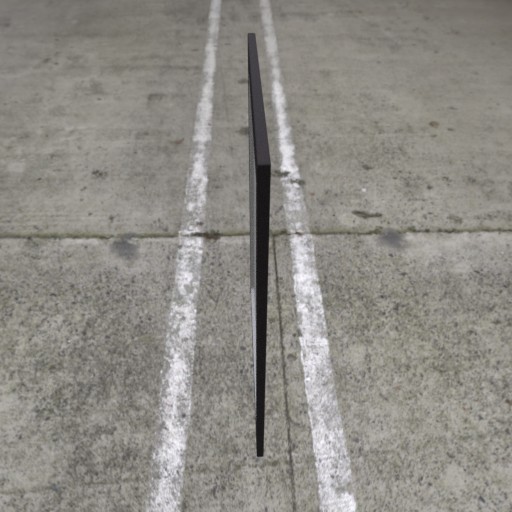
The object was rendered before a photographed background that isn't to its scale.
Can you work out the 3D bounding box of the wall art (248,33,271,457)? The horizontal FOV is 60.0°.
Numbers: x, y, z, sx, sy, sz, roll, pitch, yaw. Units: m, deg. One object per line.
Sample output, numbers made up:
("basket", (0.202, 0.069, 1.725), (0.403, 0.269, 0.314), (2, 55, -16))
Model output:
("wall art", (0.000, 0.000, 0.674), (0.012, 0.529, 0.374), (-1, 41, -2))
